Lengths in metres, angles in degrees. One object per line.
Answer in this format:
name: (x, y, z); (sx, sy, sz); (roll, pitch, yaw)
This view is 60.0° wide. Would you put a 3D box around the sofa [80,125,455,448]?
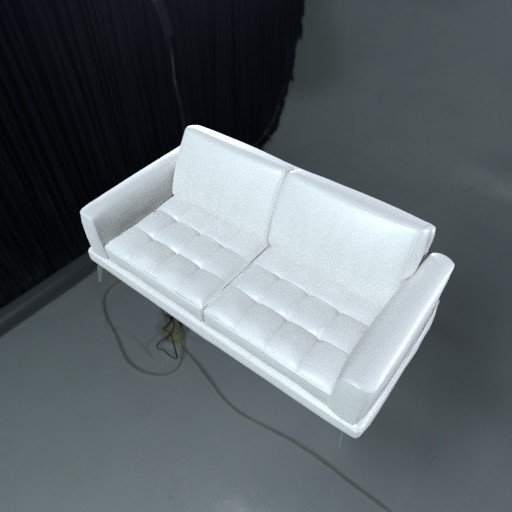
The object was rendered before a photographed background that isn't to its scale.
sofa: (0.000, 0.000, 2.823); (2.177, 0.930, 1.121); (29, 53, 25)
